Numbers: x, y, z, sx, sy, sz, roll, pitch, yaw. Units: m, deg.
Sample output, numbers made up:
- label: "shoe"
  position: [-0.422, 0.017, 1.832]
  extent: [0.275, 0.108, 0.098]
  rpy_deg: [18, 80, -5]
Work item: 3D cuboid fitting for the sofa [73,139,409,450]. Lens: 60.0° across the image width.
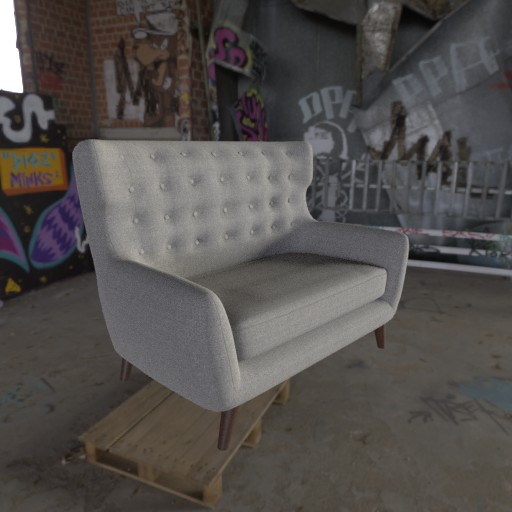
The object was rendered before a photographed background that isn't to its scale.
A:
- label: "sofa"
  position: [0.000, 0.000, 2.032]
  extent: [0.884, 1.028, 1.386]
  rpy_deg: [13, 19, 43]
